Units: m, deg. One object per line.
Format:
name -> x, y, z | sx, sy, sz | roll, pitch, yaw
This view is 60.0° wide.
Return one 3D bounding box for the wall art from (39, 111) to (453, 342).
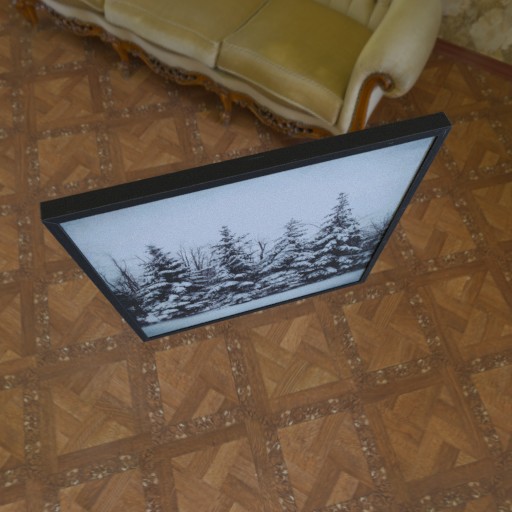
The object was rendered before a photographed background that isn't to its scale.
wall art -> 0.000, 0.000, 1.137 | 0.761, 0.761, 0.037 | -14, 65, -7
